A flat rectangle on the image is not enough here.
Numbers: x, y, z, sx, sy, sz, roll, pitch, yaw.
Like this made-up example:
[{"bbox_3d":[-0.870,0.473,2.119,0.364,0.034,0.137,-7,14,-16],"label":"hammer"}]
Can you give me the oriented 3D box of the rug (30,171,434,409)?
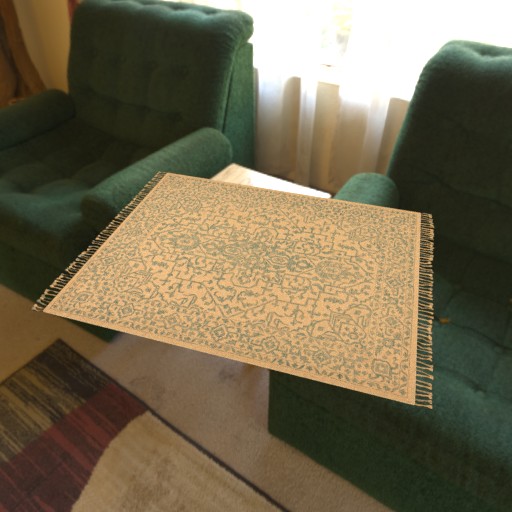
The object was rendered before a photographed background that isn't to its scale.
[{"bbox_3d":[0.000,0.000,4.316,3.327,0.010,2.464,11,42,13],"label":"rug"}]
